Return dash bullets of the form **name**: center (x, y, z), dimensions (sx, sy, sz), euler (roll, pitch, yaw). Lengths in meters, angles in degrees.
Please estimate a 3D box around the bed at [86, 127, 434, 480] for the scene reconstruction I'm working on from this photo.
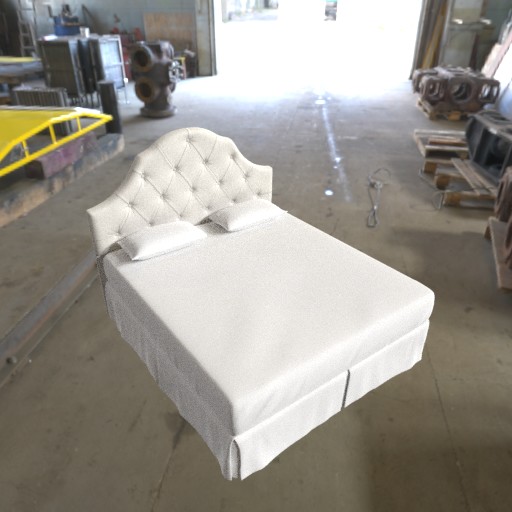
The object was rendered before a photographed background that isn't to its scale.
- **bed**: center (0.000, 0.000, 3.600), dimensions (2.008, 1.615, 2.214), euler (-20, 36, -31)
